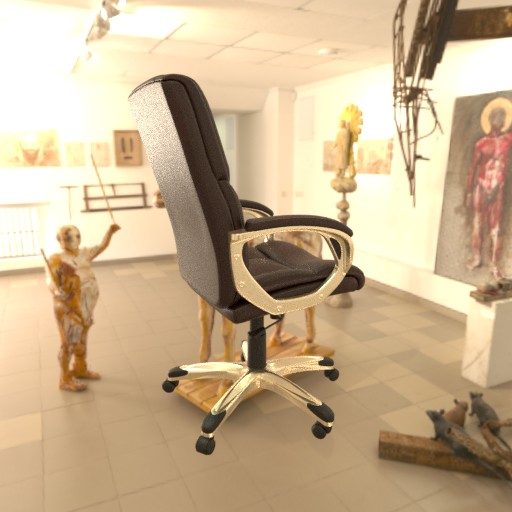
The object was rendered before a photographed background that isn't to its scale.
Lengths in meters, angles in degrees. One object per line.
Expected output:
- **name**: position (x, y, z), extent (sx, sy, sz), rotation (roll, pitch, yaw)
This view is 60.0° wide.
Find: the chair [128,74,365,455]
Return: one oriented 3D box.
- **chair**: position (0.000, 0.000, 1.546), extent (0.739, 1.107, 0.662), rotation (-6, 15, -26)
